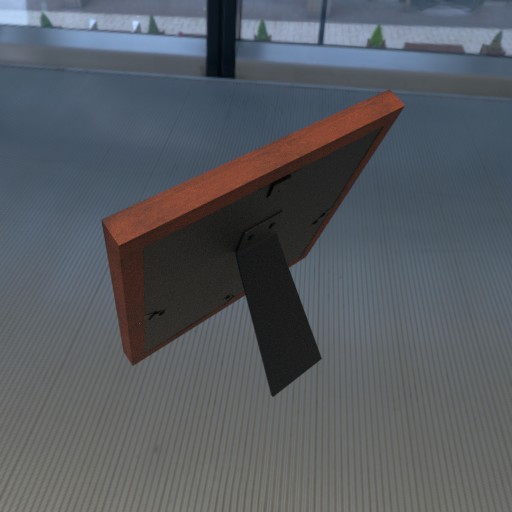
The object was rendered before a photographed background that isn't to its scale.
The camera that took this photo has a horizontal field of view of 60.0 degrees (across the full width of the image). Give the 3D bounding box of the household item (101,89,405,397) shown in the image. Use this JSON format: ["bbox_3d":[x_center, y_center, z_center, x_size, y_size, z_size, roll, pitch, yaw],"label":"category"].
[{"bbox_3d":[0.000,0.000,0.385,0.240,0.240,0.131,-30,53,-26],"label":"household item"}]
